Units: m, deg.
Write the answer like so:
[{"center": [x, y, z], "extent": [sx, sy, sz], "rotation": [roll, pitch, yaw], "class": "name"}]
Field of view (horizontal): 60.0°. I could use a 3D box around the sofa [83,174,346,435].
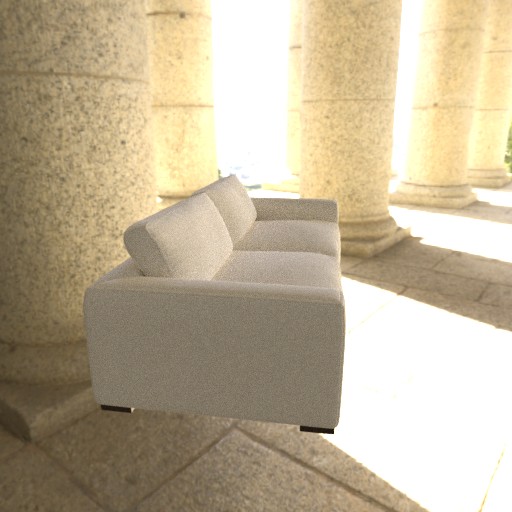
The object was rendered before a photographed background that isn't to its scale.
[{"center": [0.000, 0.000, 2.770], "extent": [1.070, 0.801, 2.262], "rotation": [3, 17, 9], "class": "sofa"}]
